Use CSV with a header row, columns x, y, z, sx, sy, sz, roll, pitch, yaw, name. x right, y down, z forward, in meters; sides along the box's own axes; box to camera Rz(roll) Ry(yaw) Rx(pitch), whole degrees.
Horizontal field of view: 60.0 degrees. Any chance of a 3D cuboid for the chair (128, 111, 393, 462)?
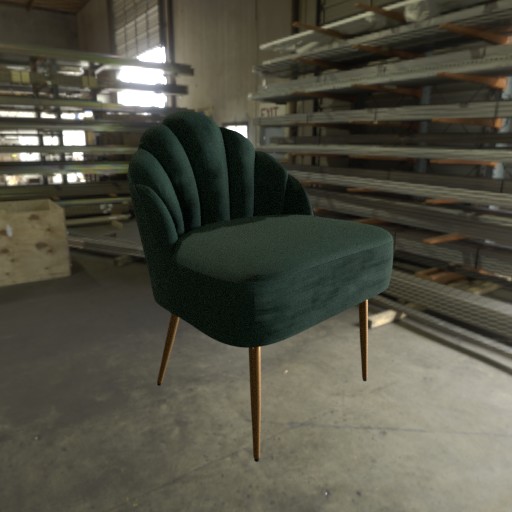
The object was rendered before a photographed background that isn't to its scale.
x,y,z,sx,sy,sz,roll,pitch,yaw,name
0.000,0.000,1.274,0.599,0.819,0.657,13,19,42,chair
